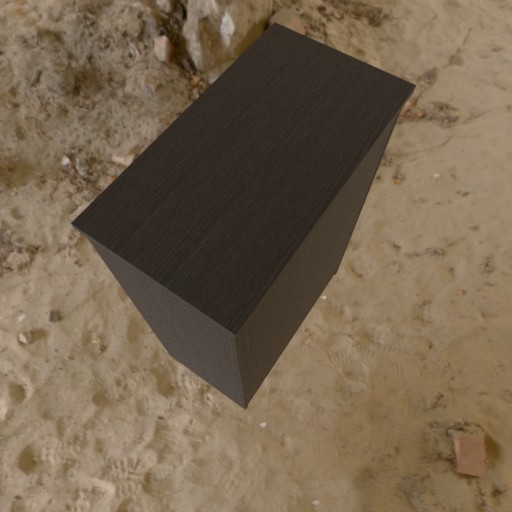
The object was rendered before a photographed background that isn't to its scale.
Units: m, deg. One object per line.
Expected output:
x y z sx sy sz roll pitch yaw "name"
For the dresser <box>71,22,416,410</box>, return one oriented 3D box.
0.000 0.000 1.380 0.399 1.020 0.704 32 68 15 "dresser"
